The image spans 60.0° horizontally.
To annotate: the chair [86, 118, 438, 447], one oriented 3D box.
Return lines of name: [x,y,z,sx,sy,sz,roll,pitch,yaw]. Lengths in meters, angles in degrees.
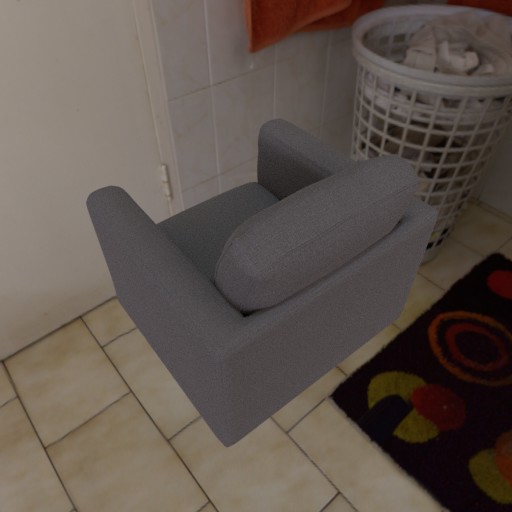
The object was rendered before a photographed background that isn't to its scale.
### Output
chair: [0.000,0.000,1.572,0.854,0.927,0.800,-29,52,-25]
